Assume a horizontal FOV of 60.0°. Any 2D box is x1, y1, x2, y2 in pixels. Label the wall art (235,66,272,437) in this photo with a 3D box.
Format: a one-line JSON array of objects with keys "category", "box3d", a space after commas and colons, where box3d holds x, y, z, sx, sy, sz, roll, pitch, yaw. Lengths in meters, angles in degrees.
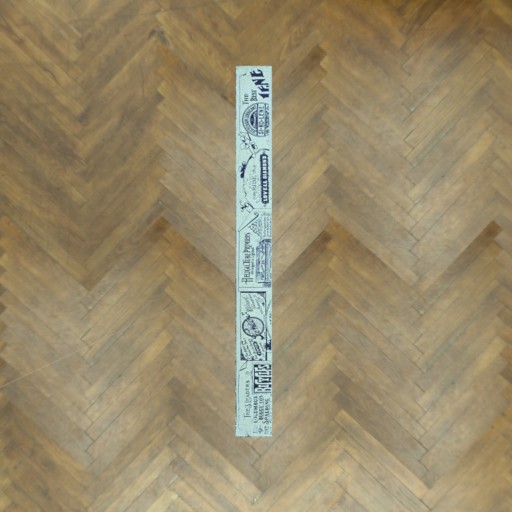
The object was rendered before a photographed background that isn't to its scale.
[{"category": "wall art", "box3d": [0.000, 0.000, 0.492, 0.025, 0.376, 0.255, 0, 89, 0]}]
